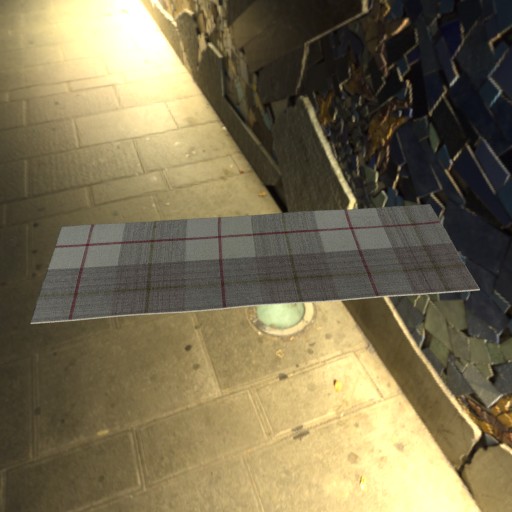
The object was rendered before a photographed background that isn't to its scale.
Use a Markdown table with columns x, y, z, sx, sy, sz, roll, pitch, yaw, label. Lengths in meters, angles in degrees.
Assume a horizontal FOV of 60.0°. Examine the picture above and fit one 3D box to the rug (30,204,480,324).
| x | y | z | sx | sy | sz | roll | pitch | yaw | label |
| --- | --- | --- | --- | --- | --- | --- | --- | --- | --- |
| 0.000 | 0.000 | 2.659 | 2.439 | 0.013 | 0.762 | -4 | 45 | -4 | rug |
